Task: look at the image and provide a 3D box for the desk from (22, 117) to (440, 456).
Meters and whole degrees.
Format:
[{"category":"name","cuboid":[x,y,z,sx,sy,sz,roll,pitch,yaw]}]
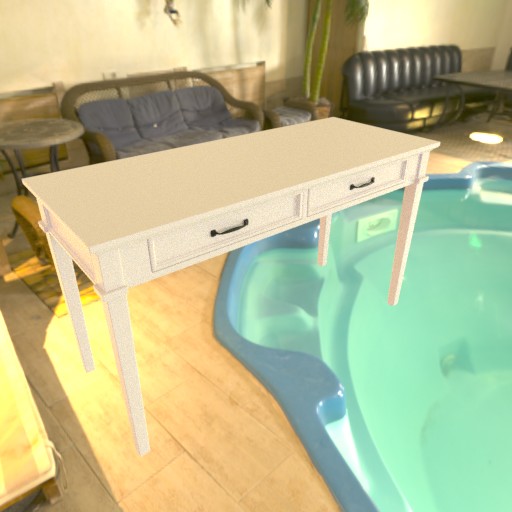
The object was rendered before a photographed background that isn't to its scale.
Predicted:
[{"category":"desk","cuboid":[0.000,0.000,1.715,1.372,0.774,0.559,-21,36,-33]}]
